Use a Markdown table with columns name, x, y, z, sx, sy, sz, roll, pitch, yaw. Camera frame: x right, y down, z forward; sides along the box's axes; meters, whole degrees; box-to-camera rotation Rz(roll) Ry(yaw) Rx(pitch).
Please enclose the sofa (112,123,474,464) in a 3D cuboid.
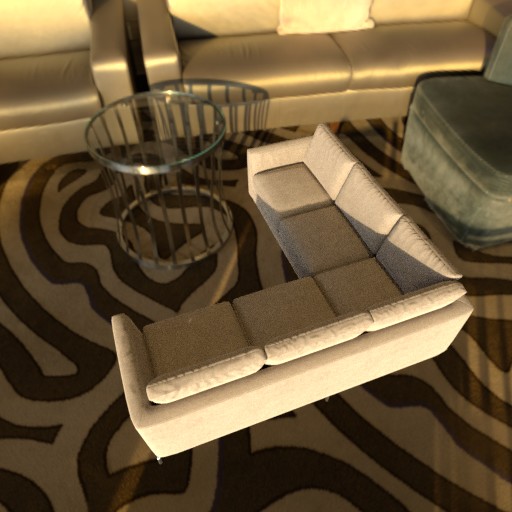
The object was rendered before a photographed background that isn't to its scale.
| name | x | y | z | sx | sy | sz | roll | pitch | yaw |
| --- | --- | --- | --- | --- | --- | --- | --- | --- | --- |
| sofa | 0.000 | 0.000 | 3.731 | 2.438 | 0.864 | 2.438 | -16 | 50 | -14 |
